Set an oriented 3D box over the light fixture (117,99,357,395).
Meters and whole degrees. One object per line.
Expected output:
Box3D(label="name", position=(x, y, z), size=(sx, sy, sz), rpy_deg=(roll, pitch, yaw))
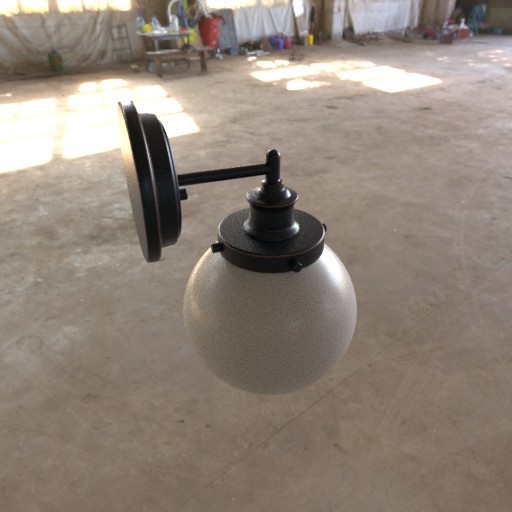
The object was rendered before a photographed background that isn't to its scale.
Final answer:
Box3D(label="light fixture", position=(0.000, 0.000, 0.469), size=(0.230, 0.332, 0.197), rpy_deg=(-11, 33, -18))
